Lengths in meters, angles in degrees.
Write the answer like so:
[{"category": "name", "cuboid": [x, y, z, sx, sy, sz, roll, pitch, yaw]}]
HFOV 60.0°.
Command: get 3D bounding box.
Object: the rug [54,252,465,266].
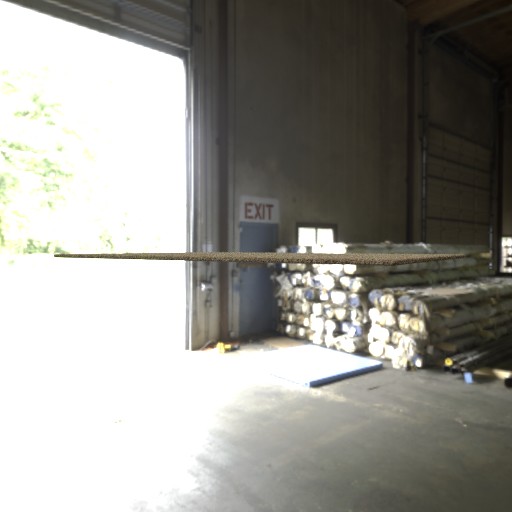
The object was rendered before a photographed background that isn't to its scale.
[{"category": "rug", "cuboid": [0.000, 0.000, 3.500, 2.743, 0.030, 1.778, 1, 1, 35]}]
